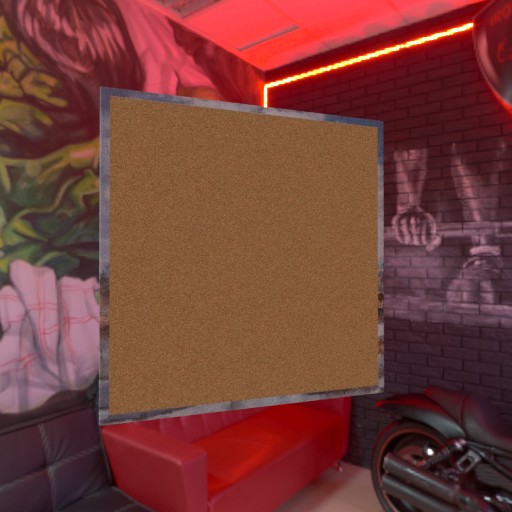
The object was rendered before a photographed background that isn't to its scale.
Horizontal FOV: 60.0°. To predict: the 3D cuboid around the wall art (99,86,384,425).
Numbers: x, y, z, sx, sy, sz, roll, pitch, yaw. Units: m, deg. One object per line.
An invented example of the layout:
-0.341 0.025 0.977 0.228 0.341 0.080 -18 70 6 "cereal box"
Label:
0.000 0.000 1.517 1.010 1.020 0.040 0 -1 -20 "wall art"
